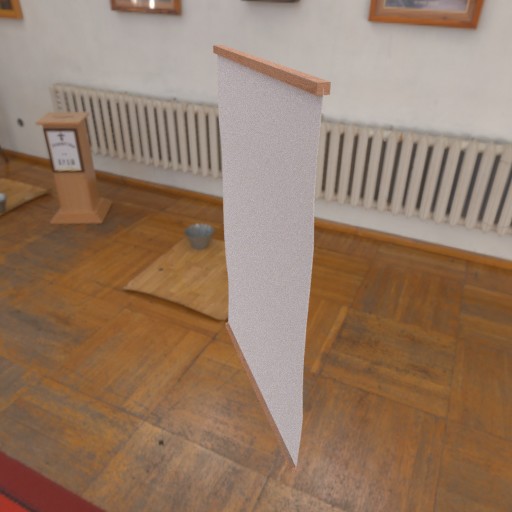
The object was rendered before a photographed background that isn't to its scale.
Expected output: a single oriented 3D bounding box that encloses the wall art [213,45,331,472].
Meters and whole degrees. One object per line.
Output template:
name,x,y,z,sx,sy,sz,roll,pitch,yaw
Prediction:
wall art,0.000,0.000,0.621,0.012,0.508,0.332,-10,32,-17
